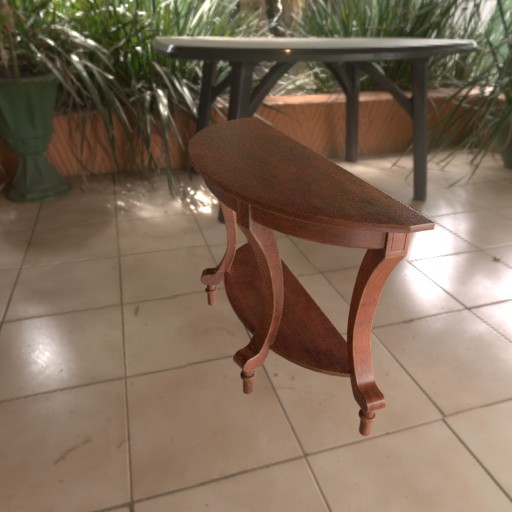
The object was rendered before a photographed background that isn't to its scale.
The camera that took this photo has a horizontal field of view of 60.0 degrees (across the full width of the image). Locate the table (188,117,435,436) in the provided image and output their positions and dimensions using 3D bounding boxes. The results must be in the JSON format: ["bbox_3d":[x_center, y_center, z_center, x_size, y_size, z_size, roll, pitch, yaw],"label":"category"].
[{"bbox_3d":[0.000,0.000,1.531,0.394,0.699,1.198,-9,29,-16],"label":"table"}]
